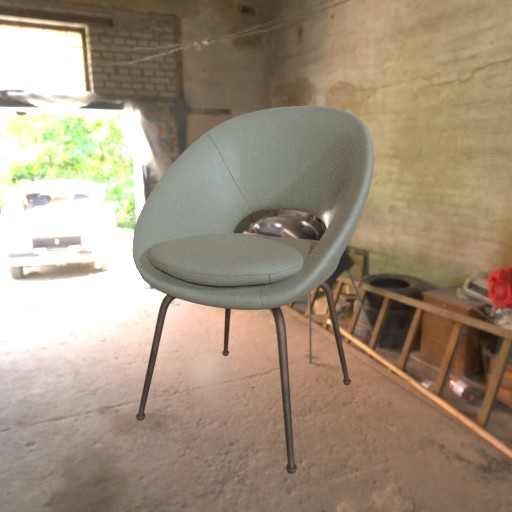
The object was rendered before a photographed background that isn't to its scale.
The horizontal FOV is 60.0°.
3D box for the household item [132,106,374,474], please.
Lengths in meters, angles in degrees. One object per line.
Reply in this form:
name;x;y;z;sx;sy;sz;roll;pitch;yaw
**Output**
household item;0.000;0.000;1.253;0.623;0.852;0.573;7;14;27
